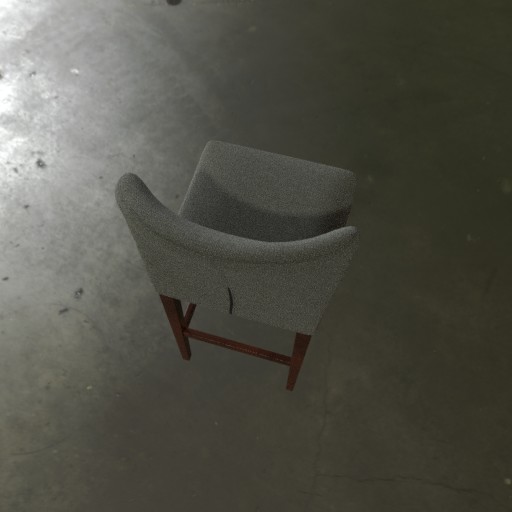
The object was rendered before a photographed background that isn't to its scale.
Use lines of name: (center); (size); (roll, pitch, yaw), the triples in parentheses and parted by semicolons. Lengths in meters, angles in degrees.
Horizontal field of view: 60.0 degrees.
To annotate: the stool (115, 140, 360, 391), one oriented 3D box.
stool: (0.000, 0.000, 1.340); (0.486, 1.069, 0.568); (14, 64, 7)
